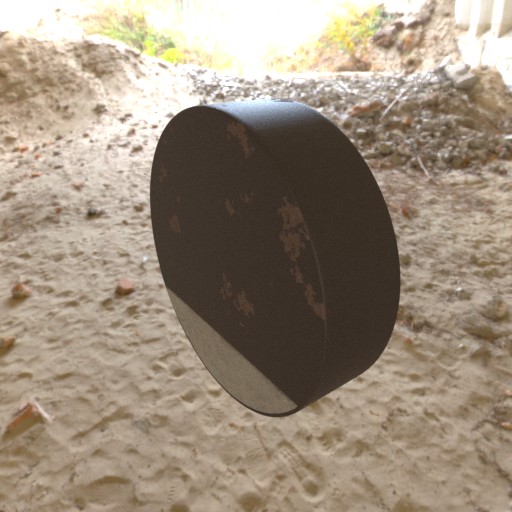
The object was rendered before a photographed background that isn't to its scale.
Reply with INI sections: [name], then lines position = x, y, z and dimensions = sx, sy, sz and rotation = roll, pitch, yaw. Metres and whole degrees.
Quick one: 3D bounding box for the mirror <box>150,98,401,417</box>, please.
[mirror]
position = 0.000, 0.000, 0.583
dimensions = 0.126, 0.386, 0.386
rotation = -18, 32, -32
